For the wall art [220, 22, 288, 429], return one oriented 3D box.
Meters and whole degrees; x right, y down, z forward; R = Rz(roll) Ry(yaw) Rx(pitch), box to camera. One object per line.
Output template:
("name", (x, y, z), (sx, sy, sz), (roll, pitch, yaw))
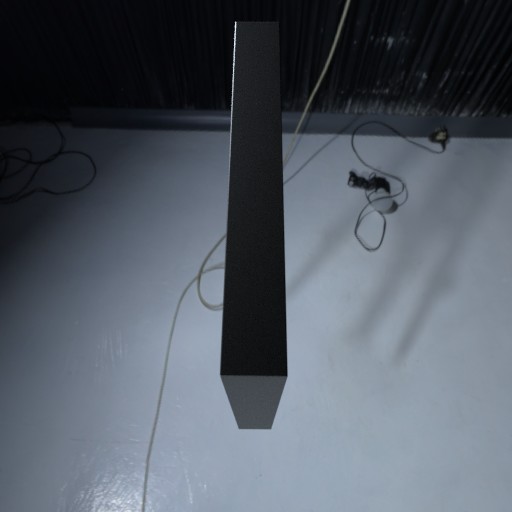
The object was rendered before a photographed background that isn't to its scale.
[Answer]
("wall art", (0.000, 0.000, 0.453), (0.038, 0.304, 0.304), (0, 63, 0))
